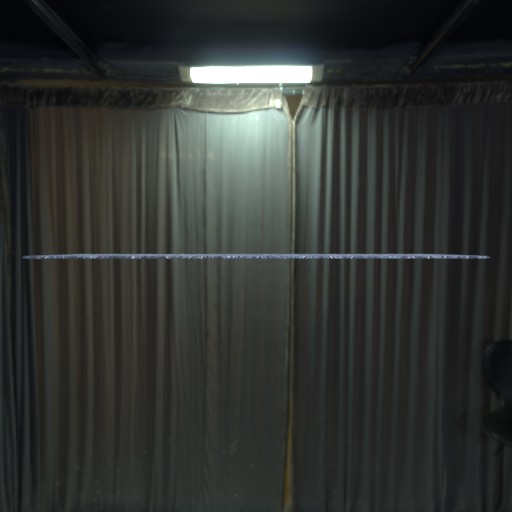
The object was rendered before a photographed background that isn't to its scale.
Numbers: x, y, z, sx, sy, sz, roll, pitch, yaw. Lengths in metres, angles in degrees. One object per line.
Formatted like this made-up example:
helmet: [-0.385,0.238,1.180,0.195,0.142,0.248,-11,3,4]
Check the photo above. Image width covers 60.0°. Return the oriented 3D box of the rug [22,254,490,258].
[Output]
rug: [0.000,0.000,2.517,2.306,0.013,0.719,0,1,-1]
